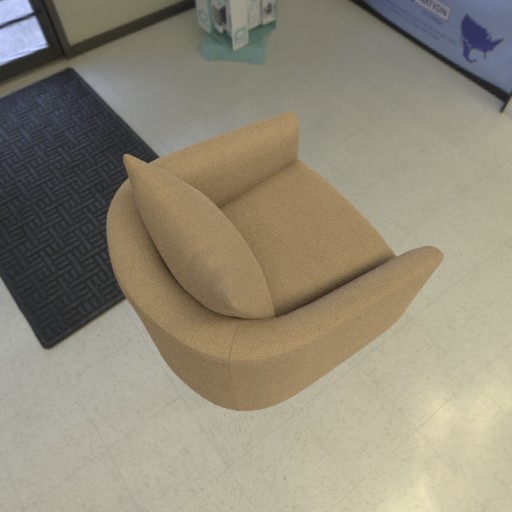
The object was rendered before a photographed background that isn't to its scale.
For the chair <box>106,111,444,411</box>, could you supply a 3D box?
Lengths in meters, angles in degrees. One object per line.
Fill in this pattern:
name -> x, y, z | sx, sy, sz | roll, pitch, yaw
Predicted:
chair -> 0.000, 0.000, 1.574 | 0.910, 0.848, 0.845 | -30, 63, -17
